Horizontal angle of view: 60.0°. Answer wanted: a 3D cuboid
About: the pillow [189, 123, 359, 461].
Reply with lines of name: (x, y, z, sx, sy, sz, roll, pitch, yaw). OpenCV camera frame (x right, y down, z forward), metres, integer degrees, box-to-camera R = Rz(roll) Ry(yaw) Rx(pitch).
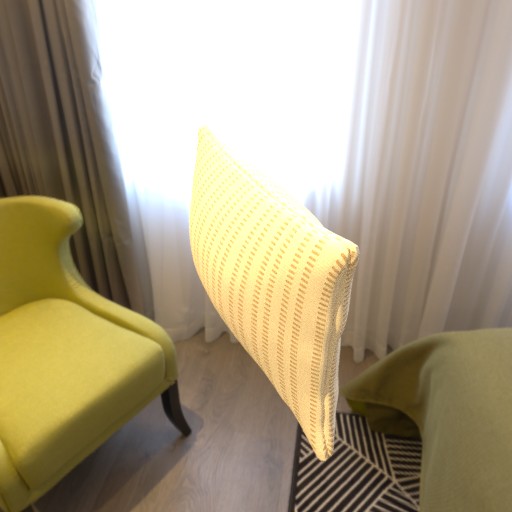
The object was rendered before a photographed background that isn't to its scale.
pillow: (0.000, 0.000, 0.821, 0.210, 0.353, 0.640, -11, 31, -18)
